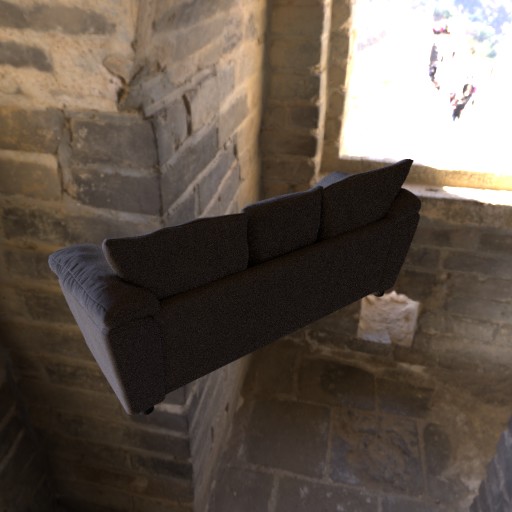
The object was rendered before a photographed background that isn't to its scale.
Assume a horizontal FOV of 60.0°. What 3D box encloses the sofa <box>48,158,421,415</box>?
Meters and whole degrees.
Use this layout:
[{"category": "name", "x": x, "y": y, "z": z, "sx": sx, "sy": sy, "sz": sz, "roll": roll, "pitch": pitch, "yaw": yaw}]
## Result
[{"category": "sofa", "x": 0.000, "y": 0.000, "z": 2.892, "sx": 2.336, "sy": 1.073, "sz": 0.878, "roll": -20, "pitch": 35, "yaw": -31}]
